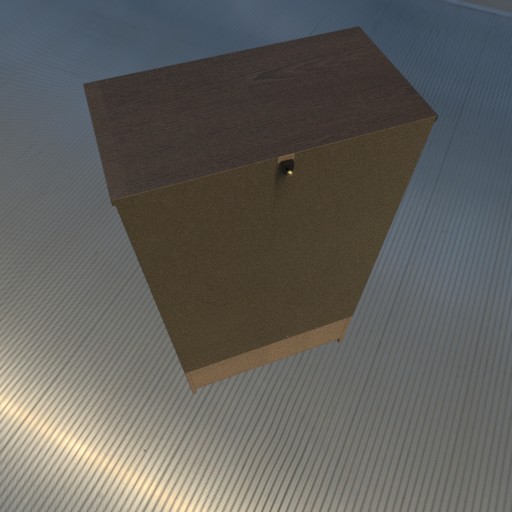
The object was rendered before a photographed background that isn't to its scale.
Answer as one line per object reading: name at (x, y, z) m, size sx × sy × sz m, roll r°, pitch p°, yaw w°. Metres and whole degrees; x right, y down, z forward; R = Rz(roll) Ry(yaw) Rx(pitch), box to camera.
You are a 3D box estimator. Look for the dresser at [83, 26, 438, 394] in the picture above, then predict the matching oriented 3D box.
dresser at (0.000, 0.000, 1.504) m, size 0.704 × 1.254 × 0.418 m, roll -17°, pitch 58°, yaw -11°
